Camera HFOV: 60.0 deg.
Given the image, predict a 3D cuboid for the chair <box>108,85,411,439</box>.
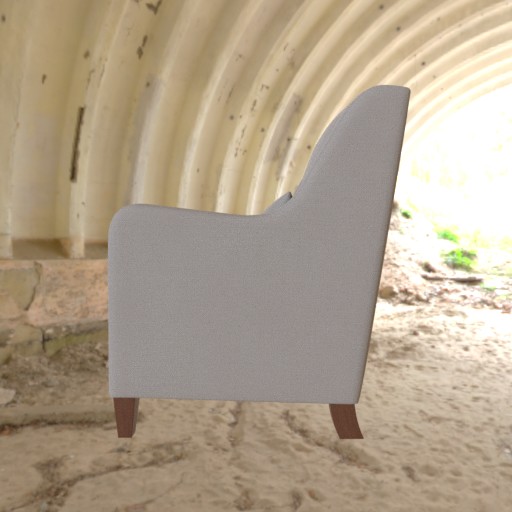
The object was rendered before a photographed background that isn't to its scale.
[{"bbox_3d":[0.000,0.000,1.570,0.863,1.010,0.715,0,1,0],"label":"chair"}]
